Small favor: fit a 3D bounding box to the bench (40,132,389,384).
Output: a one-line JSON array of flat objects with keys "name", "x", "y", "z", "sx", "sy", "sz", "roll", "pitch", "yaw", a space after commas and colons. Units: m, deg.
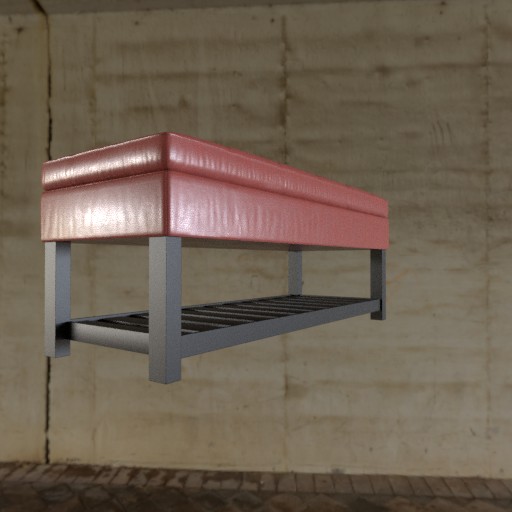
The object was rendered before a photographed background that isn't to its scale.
[{"name": "bench", "x": 0.000, "y": 0.000, "z": 1.324, "sx": 0.432, "sy": 0.460, "sz": 1.105, "roll": -1, "pitch": -1, "yaw": 36}]
